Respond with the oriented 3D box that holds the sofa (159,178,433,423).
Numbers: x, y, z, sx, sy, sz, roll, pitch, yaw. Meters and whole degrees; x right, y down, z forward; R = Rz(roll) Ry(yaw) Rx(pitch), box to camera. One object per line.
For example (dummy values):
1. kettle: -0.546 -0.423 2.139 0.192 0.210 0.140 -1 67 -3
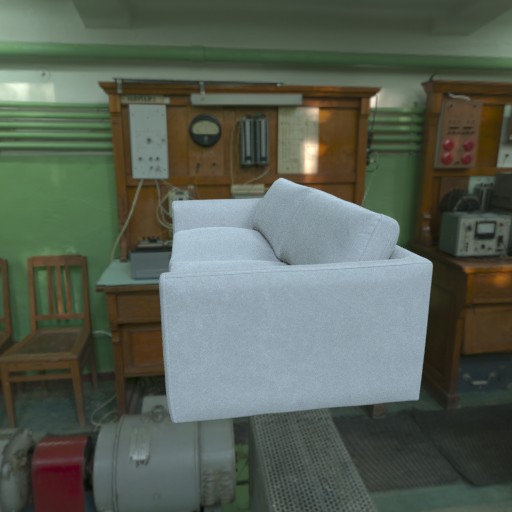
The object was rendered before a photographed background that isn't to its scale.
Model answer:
1. sofa: 0.000 0.000 2.801 1.090 0.838 2.588 -2 14 -9
